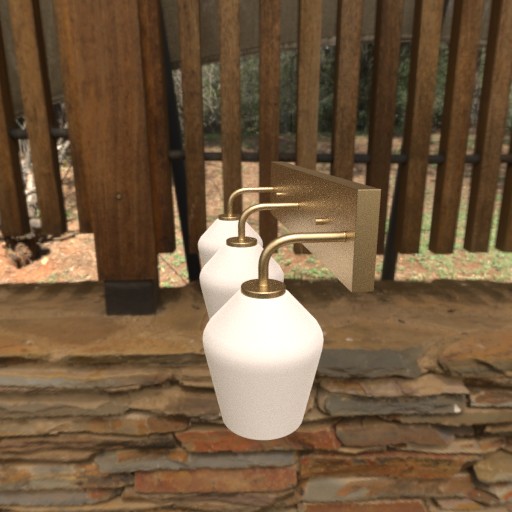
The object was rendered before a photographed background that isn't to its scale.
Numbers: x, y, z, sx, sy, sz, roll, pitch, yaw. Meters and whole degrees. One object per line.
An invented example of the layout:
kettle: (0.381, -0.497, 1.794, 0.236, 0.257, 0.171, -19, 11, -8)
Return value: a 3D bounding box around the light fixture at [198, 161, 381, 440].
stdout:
light fixture: (0.000, 0.000, 0.742, 0.190, 0.280, 0.609, -2, 15, -8)
